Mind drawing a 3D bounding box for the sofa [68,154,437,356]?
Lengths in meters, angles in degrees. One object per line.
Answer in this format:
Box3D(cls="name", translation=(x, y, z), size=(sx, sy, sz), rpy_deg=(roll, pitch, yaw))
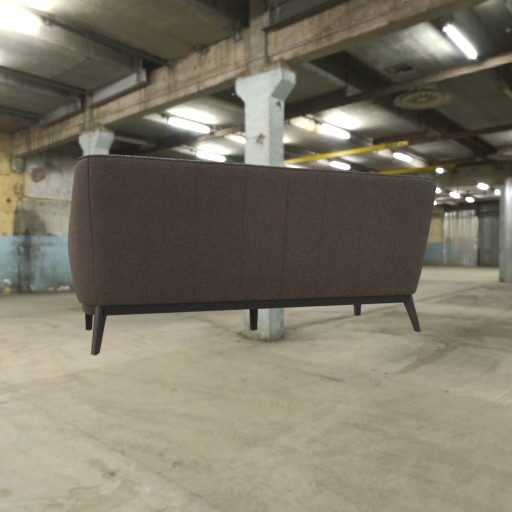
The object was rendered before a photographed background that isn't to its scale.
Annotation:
Box3D(cls="sofa", translation=(0.000, 0.000, 2.418), size=(1.928, 0.831, 0.869), rpy_deg=(0, 0, -19))
